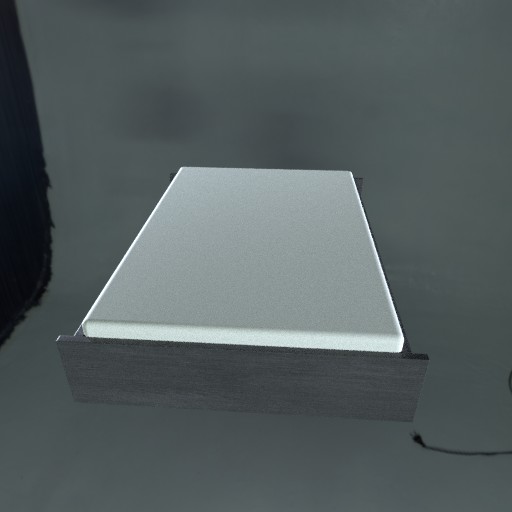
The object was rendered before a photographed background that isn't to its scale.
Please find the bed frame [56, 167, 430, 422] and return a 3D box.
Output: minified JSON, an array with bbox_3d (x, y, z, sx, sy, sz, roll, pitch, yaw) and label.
[{"bbox_3d":[0.000,0.000,2.666,1.490,0.432,1.950,2,31,4],"label":"bed frame"}]
